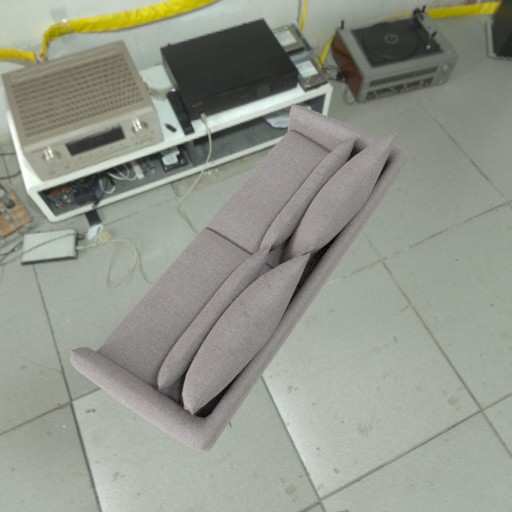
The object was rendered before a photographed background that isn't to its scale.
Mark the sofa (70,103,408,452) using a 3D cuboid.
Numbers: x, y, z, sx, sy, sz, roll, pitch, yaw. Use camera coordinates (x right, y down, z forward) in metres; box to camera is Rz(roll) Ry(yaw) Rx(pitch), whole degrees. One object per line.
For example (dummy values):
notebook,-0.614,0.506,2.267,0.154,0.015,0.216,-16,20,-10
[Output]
sofa,0.000,0.000,2.429,0.809,0.833,2.022,32,68,15
